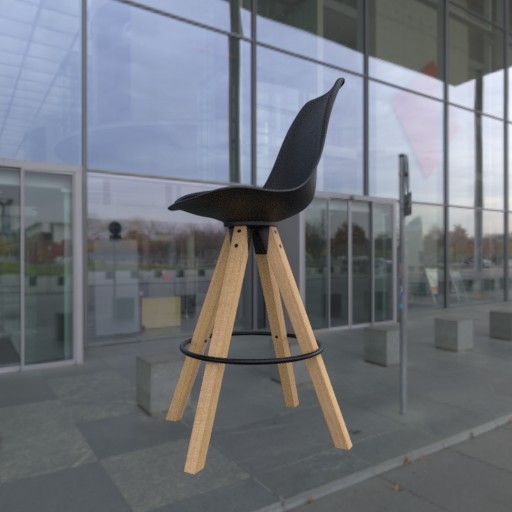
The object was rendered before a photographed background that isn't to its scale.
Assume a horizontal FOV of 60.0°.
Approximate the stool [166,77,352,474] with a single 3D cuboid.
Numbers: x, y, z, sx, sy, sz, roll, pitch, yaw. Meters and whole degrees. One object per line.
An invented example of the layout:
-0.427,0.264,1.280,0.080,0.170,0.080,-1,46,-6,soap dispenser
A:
0.000,0.000,1.407,0.550,1.115,0.485,0,0,-18,stool
